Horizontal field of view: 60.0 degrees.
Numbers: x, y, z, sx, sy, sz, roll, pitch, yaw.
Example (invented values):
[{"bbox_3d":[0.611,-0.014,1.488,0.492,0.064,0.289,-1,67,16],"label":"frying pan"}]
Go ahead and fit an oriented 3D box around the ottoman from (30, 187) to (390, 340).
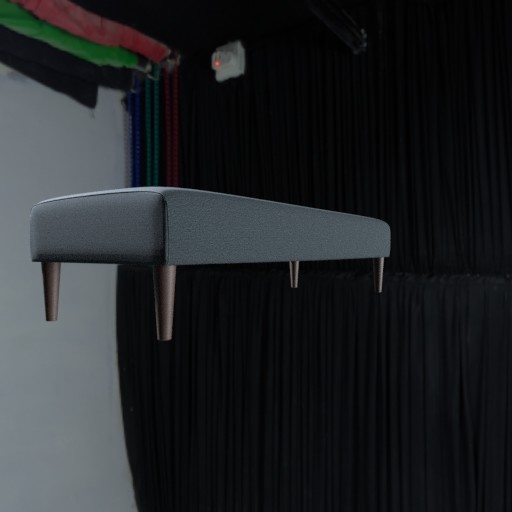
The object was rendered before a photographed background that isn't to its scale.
[{"bbox_3d":[0.000,0.000,1.862,0.646,0.393,1.609,1,1,35],"label":"ottoman"}]
